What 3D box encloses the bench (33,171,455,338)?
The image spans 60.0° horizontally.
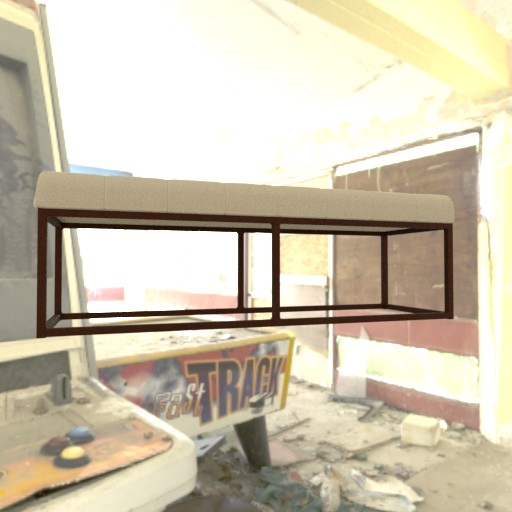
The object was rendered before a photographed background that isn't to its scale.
[{"bbox_3d":[0.000,0.000,1.702,1.488,0.488,0.479,0,-1,-18],"label":"bench"}]
